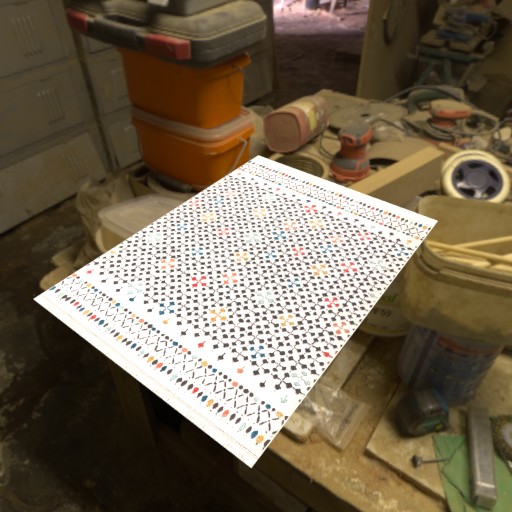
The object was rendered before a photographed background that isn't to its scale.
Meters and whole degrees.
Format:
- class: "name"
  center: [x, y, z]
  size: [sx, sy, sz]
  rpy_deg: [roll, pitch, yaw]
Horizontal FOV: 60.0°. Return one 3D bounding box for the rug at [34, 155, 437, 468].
- class: "rug"
  center: [0.000, 0.000, 4.216]
  size: [2.354, 0.007, 3.196]
  rpy_deg: [26, 47, 27]
